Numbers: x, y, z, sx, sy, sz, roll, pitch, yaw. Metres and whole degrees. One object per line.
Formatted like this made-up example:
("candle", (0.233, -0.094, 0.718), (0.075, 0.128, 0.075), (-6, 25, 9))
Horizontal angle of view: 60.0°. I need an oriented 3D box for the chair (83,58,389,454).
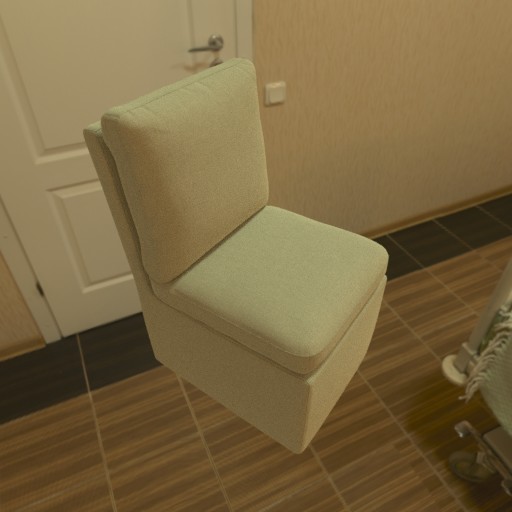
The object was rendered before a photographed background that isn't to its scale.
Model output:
("chair", (0.000, 0.000, 1.302), (0.698, 0.927, 0.503), (25, 47, 26))
